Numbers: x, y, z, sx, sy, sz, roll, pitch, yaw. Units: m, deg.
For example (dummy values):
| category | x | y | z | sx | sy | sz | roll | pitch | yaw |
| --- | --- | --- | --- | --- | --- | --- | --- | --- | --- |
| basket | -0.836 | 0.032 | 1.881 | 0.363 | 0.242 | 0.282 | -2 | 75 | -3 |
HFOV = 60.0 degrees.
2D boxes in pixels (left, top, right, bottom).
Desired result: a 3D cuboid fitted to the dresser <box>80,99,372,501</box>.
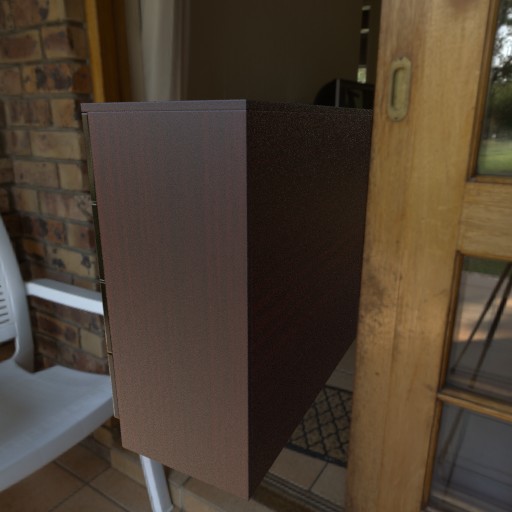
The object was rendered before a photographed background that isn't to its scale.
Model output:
| category | x | y | z | sx | sy | sz | roll | pitch | yaw |
| --- | --- | --- | --- | --- | --- | --- | --- | --- | --- |
| dresser | 0.000 | 0.000 | 1.133 | 0.360 | 0.720 | 0.750 | 9 | 19 | 26 |
